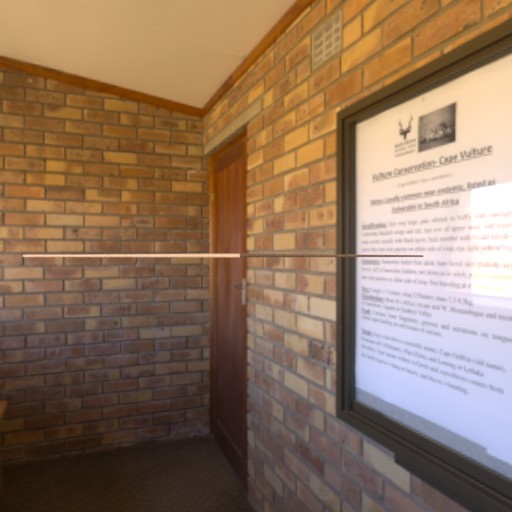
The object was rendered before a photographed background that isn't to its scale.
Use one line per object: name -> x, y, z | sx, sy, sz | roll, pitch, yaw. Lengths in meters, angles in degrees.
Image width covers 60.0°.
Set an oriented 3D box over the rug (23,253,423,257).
rug -> 0.000, 0.000, 2.916 | 1.526, 0.014, 2.290 | 0, 0, 36
